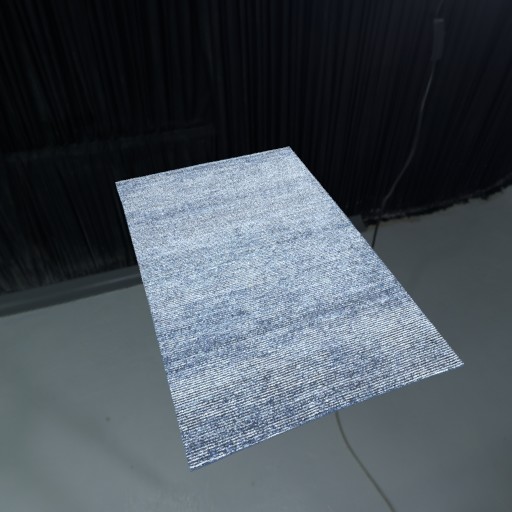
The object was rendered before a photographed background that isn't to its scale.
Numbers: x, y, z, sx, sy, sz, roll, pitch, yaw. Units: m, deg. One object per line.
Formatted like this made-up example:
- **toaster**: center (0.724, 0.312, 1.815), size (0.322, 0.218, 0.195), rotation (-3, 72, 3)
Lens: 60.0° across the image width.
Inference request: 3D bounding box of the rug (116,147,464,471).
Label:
- **rug**: center (0.000, 0.000, 2.255), size (1.159, 0.025, 1.793), rotation (-15, 47, -14)
